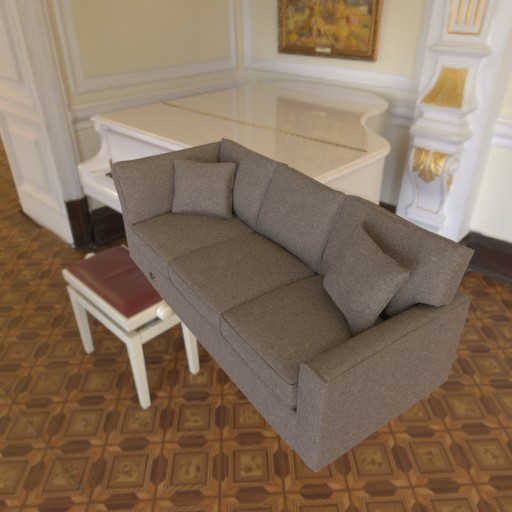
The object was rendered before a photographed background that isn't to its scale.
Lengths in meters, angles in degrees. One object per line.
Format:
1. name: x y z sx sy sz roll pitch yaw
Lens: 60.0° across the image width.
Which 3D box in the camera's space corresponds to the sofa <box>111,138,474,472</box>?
1. sofa: 0.000 0.000 2.835 1.061 0.962 2.317 -19 36 -29
